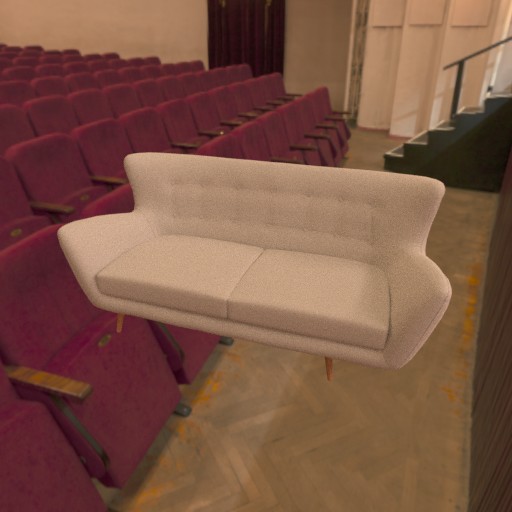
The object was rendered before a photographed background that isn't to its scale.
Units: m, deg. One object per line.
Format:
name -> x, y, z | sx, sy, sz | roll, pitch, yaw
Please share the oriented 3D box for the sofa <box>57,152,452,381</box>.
sofa -> 0.000, 0.000, 2.449 | 1.930, 0.890, 0.899 | 9, 28, 17
